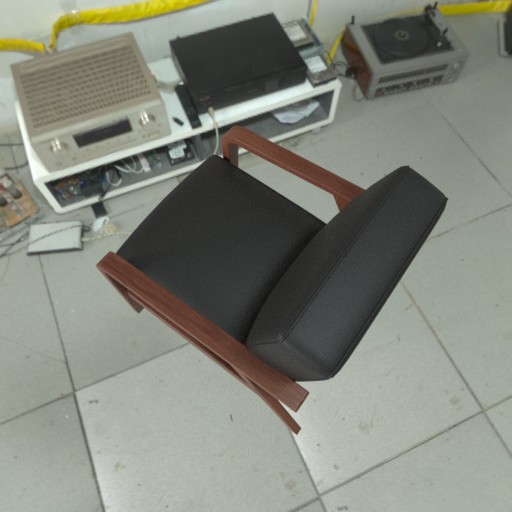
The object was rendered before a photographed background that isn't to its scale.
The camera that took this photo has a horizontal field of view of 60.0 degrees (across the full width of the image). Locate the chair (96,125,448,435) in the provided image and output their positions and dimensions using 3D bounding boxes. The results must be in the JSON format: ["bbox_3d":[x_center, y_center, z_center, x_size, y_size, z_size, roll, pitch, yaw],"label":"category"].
[{"bbox_3d":[0.000,0.000,1.515,0.889,0.861,0.719,34,69,15],"label":"chair"}]
